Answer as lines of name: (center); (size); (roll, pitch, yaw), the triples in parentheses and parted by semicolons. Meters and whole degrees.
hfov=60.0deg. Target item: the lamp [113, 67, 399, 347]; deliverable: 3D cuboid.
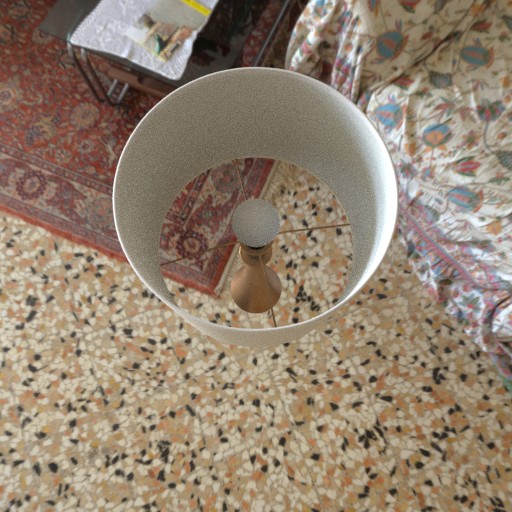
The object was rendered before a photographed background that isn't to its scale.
lamp: (0.000, 0.000, 0.645); (0.268, 0.479, 0.268); (-12, 75, -3)
